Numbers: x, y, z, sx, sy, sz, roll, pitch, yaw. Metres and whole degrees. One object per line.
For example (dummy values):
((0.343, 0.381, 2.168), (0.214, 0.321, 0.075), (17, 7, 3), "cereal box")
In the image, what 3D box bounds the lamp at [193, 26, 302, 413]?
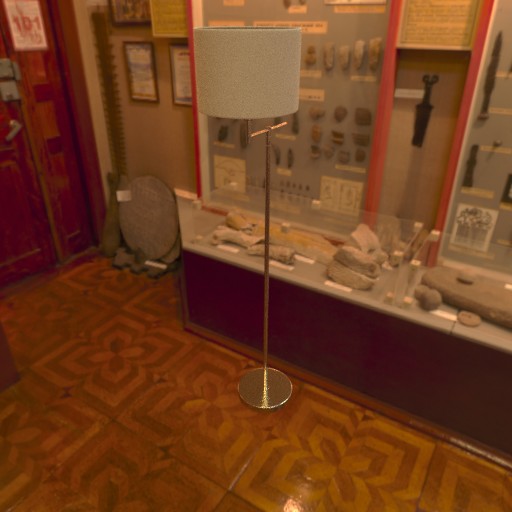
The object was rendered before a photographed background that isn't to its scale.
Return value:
((0.000, 0.000, 1.744), (0.324, 1.600, 0.416), (18, 33, 29), "lamp")
